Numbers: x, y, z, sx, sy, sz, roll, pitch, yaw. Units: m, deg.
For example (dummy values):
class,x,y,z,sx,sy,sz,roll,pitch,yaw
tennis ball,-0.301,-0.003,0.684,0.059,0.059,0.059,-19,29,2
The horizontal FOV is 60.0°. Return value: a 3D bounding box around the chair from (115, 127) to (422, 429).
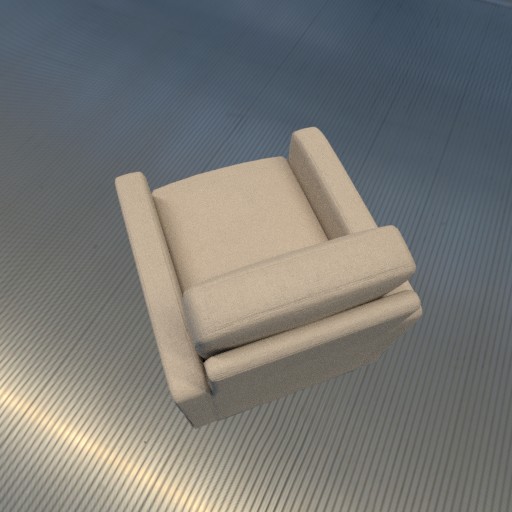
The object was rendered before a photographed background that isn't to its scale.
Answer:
class,x,y,z,sx,sy,sz,roll,pitch,yaw
chair,0.000,0.000,1.489,0.755,0.827,0.888,-17,59,-11
